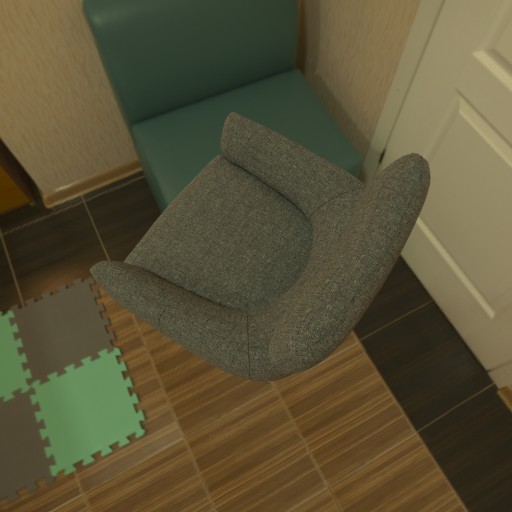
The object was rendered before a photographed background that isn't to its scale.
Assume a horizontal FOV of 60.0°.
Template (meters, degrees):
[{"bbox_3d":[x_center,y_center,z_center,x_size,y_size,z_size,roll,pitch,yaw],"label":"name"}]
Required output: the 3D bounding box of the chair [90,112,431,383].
[{"bbox_3d":[0.000,0.000,1.363,0.715,0.812,0.706,31,68,14],"label":"chair"}]
